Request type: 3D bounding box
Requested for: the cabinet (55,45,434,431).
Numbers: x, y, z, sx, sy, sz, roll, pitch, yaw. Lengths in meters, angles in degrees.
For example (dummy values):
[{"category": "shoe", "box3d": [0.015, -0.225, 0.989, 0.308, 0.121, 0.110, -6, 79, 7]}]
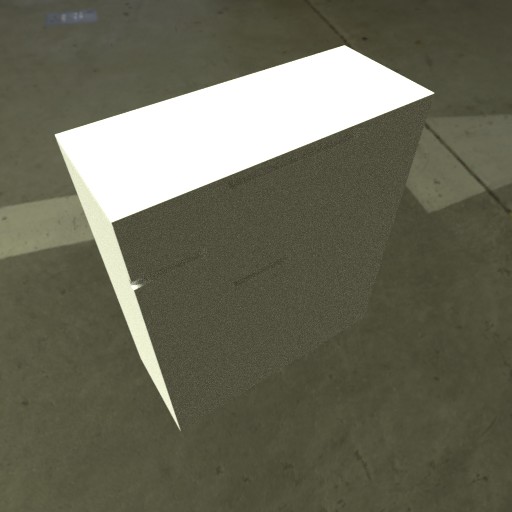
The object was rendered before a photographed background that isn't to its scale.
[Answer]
[{"category": "cabinet", "box3d": [0.000, 0.000, 1.675, 1.000, 1.190, 0.400, -26, 53, -22]}]
